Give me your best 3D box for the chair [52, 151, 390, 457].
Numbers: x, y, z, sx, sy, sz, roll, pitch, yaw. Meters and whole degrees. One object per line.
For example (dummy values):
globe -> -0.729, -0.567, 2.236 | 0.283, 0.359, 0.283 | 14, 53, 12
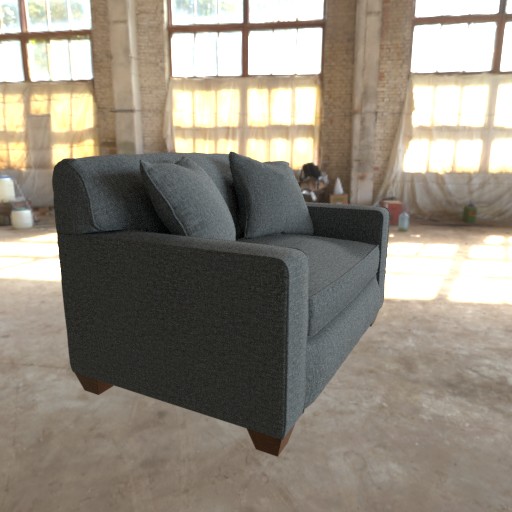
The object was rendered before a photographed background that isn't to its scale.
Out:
chair -> 0.000, 0.000, 2.059 | 1.000, 0.948, 1.383 | 7, 15, 27
